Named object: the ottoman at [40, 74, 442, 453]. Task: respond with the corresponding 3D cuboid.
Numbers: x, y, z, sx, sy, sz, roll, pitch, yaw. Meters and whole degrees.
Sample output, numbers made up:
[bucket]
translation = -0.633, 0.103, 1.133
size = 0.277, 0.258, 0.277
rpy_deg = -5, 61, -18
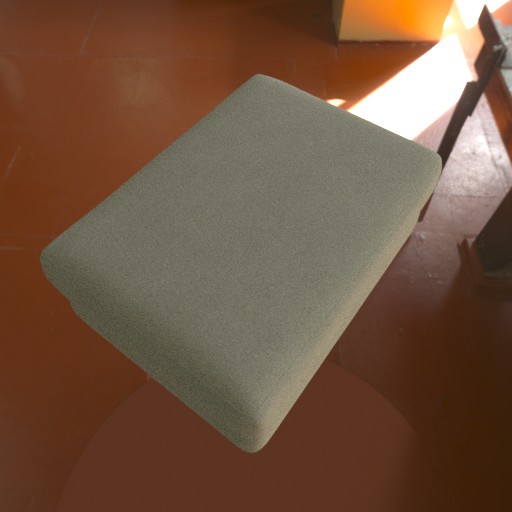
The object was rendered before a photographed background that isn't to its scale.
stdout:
[ottoman]
translation = 0.000, 0.000, 1.124
size = 0.569, 0.504, 0.773
rpy_deg = 32, 63, 19
